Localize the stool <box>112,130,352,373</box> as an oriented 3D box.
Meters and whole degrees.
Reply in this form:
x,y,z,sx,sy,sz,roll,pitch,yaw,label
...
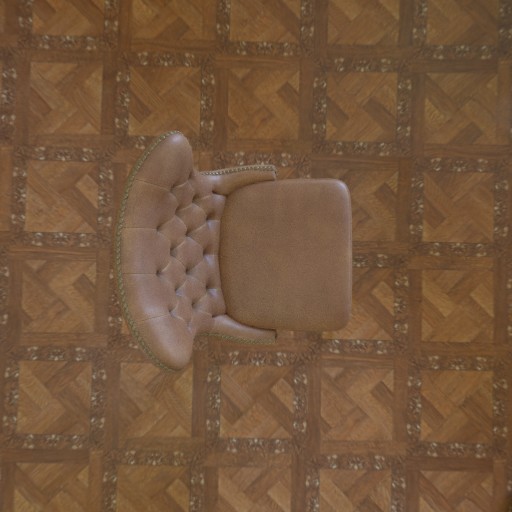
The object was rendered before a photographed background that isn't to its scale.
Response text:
x,y,z,sx,sy,sz,roll,pitch,yaw,label
0.000,0.000,1.428,0.601,1.050,0.528,0,89,0,stool
